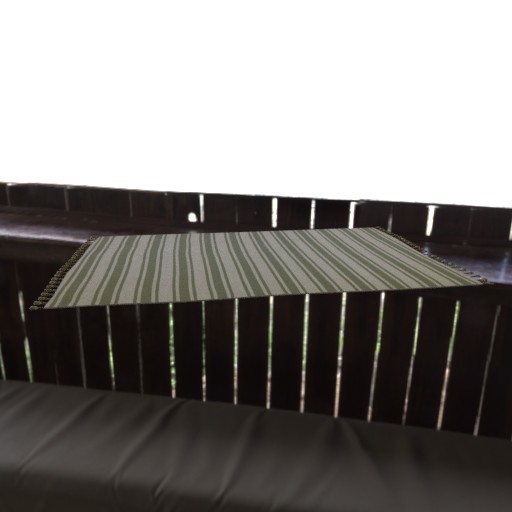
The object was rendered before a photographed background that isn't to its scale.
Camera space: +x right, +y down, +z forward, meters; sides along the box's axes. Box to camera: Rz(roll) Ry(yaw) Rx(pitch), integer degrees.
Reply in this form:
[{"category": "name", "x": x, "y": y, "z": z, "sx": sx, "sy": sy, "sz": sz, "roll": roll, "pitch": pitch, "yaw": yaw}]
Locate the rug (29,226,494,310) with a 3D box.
[{"category": "rug", "x": 0.000, "y": 0.000, "z": 2.284, "sx": 1.875, "sy": 0.013, "sz": 1.162, "roll": -2, "pitch": 16, "yaw": -8}]
